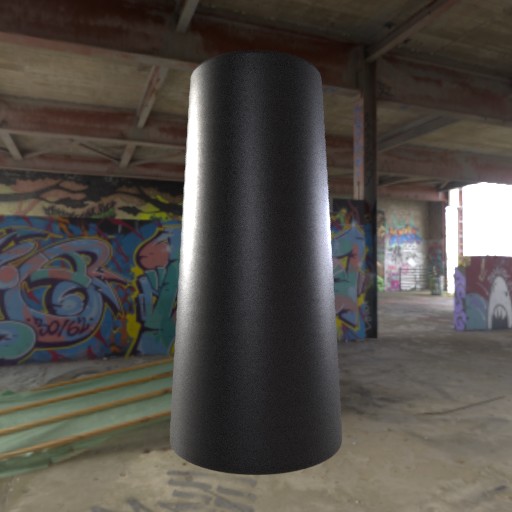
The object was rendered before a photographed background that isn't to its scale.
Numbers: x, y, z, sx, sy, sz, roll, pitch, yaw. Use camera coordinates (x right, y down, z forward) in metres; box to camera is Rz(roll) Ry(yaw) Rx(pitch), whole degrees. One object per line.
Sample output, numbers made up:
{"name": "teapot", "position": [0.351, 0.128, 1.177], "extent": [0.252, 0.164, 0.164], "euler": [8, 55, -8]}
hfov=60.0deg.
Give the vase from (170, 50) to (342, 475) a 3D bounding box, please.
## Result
{"name": "vase", "position": [0.000, 0.000, 0.360], "extent": [0.136, 0.289, 0.136], "euler": [0, -1, -1]}
